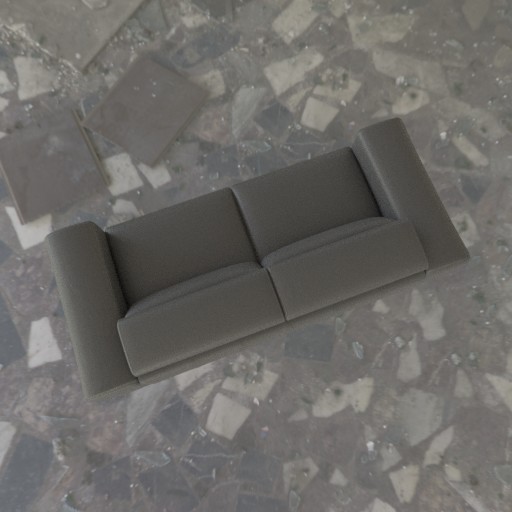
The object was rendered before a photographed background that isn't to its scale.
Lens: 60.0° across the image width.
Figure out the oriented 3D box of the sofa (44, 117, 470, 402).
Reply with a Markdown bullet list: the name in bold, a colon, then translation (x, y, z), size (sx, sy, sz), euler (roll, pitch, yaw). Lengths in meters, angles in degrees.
- **sofa**: translation (0.000, 0.000, 2.773), size (2.321, 0.759, 1.023), euler (-20, 76, -5)
